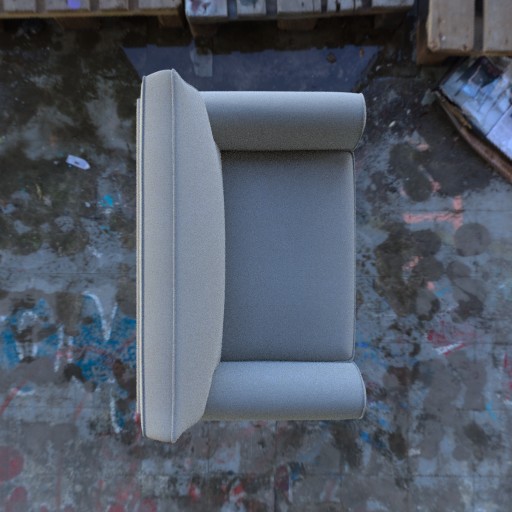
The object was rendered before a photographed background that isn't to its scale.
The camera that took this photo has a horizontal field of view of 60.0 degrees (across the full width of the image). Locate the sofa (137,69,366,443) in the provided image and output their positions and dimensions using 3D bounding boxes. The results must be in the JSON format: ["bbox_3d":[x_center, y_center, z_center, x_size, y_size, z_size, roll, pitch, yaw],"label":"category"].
[{"bbox_3d":[0.000,0.000,2.003,0.937,1.006,1.405,0,90,0],"label":"sofa"}]
